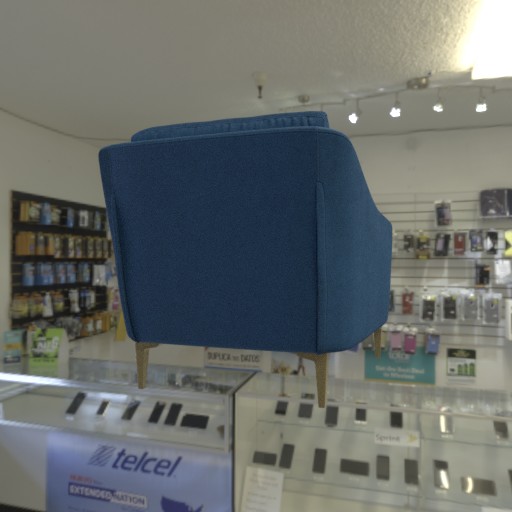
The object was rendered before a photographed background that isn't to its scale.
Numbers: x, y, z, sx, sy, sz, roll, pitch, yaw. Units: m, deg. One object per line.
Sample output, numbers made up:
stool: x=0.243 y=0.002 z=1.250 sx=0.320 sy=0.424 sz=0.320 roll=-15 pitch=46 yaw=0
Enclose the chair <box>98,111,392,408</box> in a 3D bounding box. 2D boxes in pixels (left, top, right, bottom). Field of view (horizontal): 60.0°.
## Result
chair: x=0.000 y=0.000 z=1.702 sx=0.987 sy=0.899 sz=0.961 roll=0 pitch=0 yaw=18
